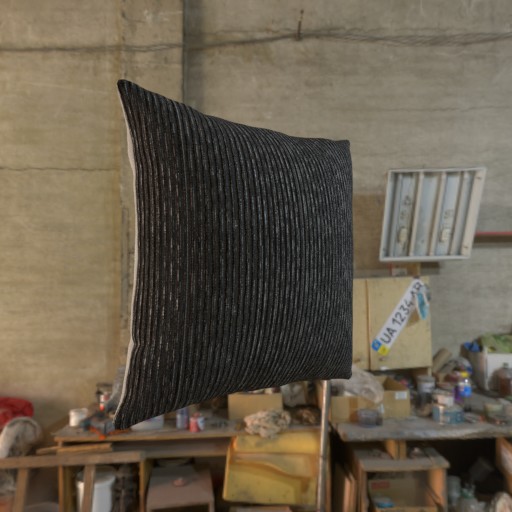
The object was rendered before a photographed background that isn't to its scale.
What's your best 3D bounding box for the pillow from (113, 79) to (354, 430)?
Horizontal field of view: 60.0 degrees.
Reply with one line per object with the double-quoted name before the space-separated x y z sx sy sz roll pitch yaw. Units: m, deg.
"pillow" 0.000 0.000 0.672 0.433 0.434 0.196 1 -2 -37
